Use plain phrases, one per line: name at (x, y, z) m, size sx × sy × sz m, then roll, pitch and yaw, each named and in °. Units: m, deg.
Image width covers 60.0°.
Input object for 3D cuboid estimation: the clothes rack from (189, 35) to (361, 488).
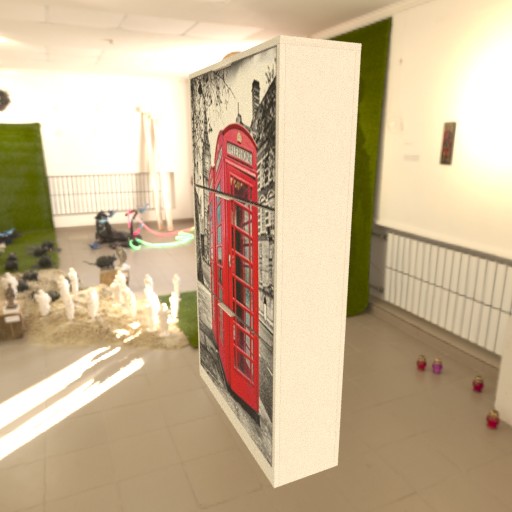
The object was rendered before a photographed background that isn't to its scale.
clothes rack at (0.000, 0.000, 1.579) m, size 0.250 × 1.280 × 0.750 m, roll -7°, pitch 16°, yaw -24°
